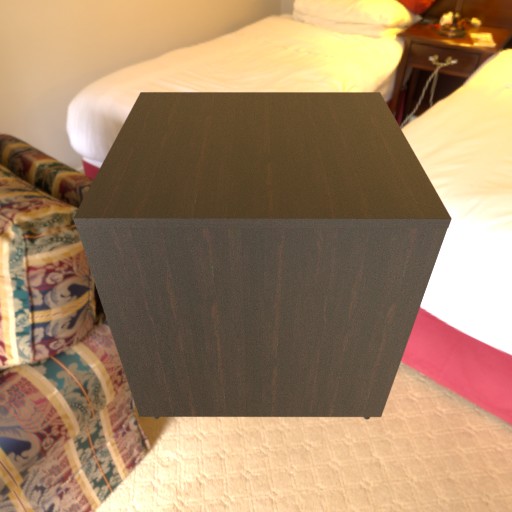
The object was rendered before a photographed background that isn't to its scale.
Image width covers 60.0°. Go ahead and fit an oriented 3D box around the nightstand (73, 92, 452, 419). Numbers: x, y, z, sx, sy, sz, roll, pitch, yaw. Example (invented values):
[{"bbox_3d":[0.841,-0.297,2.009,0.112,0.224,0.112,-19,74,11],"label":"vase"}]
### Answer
[{"bbox_3d":[0.000,0.000,0.822,0.461,0.460,0.400,0,41,0],"label":"nightstand"}]
